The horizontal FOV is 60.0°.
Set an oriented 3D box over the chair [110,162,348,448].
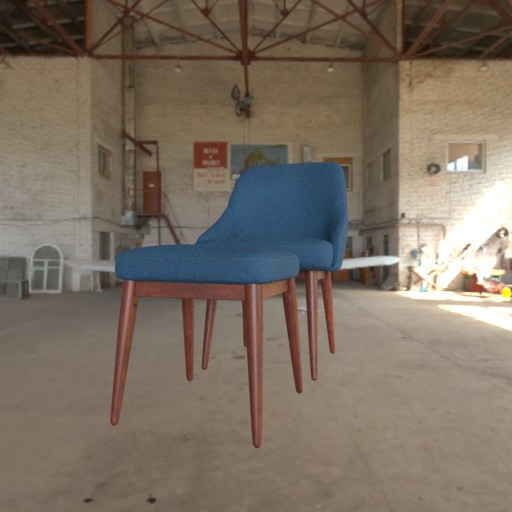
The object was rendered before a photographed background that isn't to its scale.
[{"bbox_3d":[0.000,0.000,1.595,0.584,0.866,1.114,0,1,19],"label":"chair"}]
